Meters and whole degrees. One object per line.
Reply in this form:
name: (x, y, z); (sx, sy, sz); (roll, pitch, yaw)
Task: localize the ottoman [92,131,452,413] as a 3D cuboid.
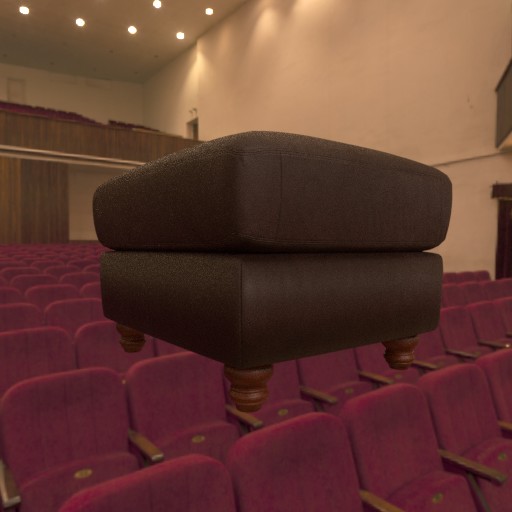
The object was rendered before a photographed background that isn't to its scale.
ottoman: (0.000, 0.000, 1.221); (0.670, 0.569, 0.806); (-1, 1, -37)
